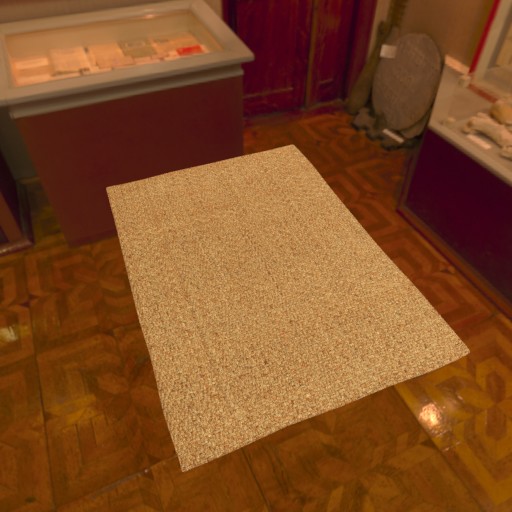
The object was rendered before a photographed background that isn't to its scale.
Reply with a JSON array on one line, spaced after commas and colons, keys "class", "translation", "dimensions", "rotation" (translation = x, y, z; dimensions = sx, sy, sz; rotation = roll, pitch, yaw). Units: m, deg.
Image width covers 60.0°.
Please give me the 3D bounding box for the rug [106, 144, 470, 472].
[{"class": "rug", "translation": [0.000, 0.000, 2.756], "dimensions": [1.566, 0.013, 2.141], "rotation": [-16, 48, -16]}]
